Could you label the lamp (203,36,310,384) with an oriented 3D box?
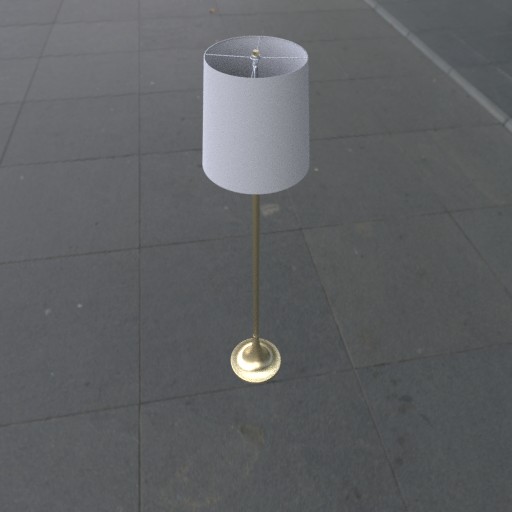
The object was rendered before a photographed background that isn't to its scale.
[{"bbox_3d":[0.000,0.000,1.712,0.337,1.543,0.337,0,46,0],"label":"lamp"}]
